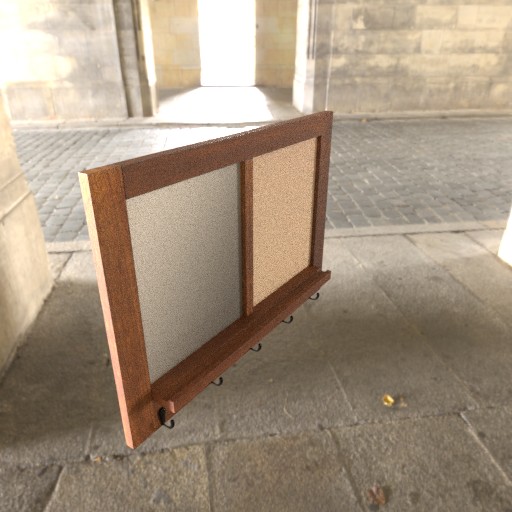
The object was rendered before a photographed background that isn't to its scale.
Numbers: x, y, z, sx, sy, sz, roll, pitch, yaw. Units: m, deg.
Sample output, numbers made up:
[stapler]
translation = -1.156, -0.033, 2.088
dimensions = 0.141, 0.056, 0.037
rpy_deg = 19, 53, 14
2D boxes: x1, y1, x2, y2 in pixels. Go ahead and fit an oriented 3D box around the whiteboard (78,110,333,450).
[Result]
[whiteboard]
translation = 0.000, 0.000, 1.035
dimensions = 0.083, 0.559, 0.783
rpy_deg = 17, 31, 31
